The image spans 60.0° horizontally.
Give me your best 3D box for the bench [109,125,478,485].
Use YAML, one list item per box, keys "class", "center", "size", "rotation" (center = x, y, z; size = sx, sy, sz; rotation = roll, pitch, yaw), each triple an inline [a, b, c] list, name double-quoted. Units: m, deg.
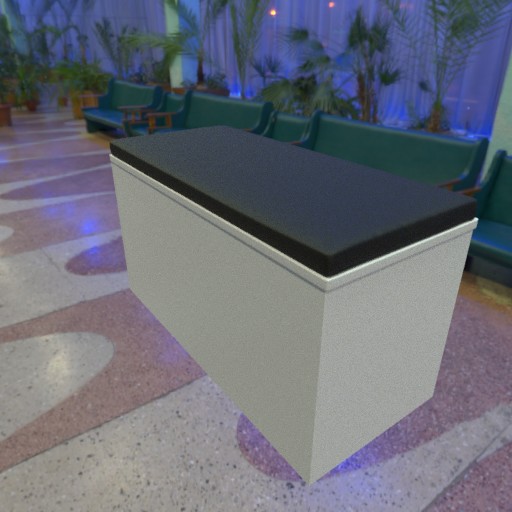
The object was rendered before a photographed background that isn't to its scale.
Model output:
- class: "bench"
  center: [0.000, 0.000, 1.158]
  size: [0.401, 0.500, 0.899]
  rotation: [-18, 32, -32]
